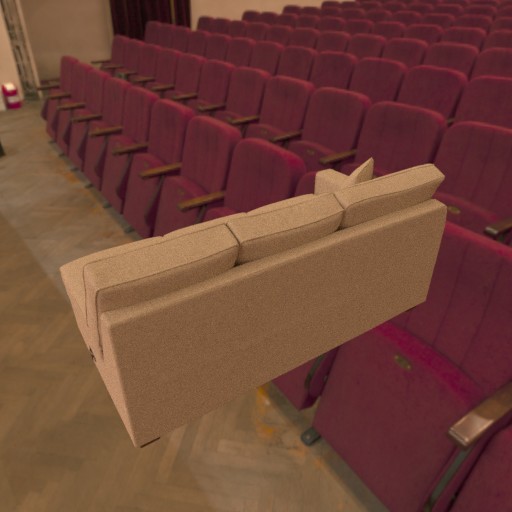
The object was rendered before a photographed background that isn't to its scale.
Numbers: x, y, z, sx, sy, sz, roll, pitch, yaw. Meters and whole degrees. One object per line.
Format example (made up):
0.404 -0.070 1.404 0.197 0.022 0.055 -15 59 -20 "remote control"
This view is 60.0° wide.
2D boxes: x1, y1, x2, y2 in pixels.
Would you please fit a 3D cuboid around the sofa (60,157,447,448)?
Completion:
0.000 0.000 2.530 1.962 0.946 1.034 -19 37 -28 "sofa"
